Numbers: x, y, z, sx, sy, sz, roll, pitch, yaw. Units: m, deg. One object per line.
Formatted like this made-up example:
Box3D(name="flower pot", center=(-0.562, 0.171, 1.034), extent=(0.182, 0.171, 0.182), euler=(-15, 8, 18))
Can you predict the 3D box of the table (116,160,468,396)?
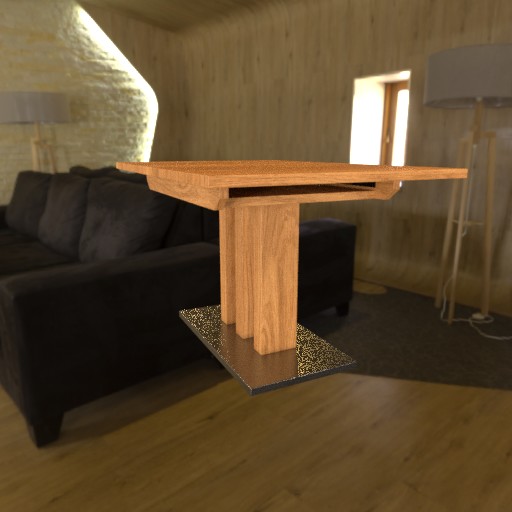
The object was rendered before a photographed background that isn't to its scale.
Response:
Box3D(name="table", center=(0.000, 0.000, 1.909), extent=(0.900, 0.770, 1.300), euler=(-7, 15, -26))
